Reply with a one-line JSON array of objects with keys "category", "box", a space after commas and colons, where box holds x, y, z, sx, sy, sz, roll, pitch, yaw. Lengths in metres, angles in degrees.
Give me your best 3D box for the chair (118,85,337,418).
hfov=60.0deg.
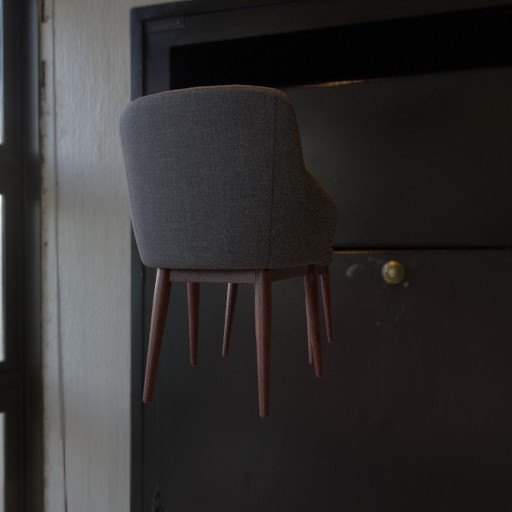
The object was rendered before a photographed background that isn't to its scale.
[{"category": "chair", "box": [0.000, 0.000, 1.555, 0.584, 0.799, 1.107, 0, 0, 19]}]
